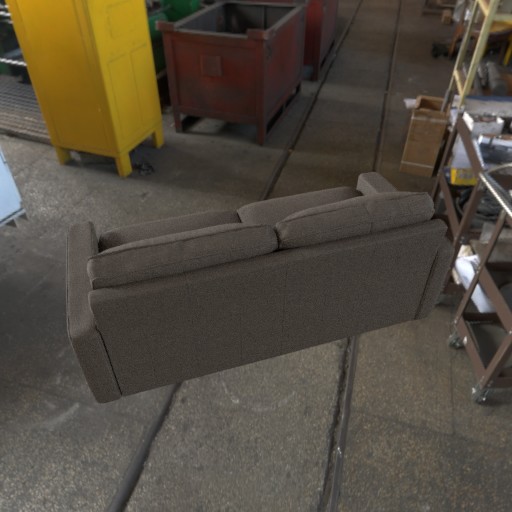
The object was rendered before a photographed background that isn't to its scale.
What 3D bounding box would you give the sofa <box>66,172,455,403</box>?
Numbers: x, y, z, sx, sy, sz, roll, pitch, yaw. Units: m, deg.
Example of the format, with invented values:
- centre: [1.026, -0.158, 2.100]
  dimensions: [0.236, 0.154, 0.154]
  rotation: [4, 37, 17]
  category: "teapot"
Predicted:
- centre: [0.000, 0.000, 2.626]
  dimensions: [2.080, 0.919, 0.940]
  rotation: [-12, 42, -13]
  category: "sofa"
